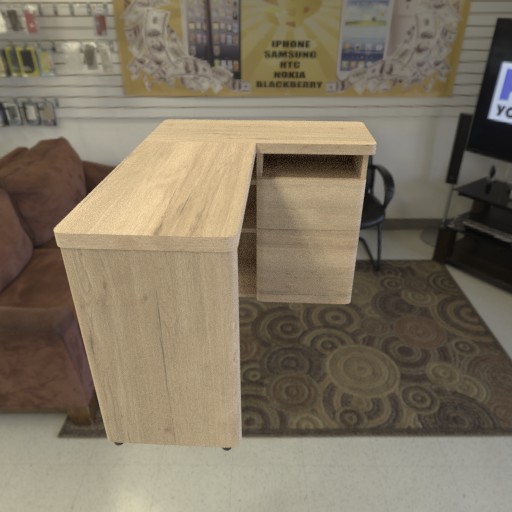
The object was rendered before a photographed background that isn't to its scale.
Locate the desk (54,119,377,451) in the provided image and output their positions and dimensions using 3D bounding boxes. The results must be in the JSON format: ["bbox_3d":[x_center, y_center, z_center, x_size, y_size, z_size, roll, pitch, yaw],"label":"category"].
[{"bbox_3d":[0.000,0.000,1.704,0.900,0.760,1.169,2,30,3],"label":"desk"}]
